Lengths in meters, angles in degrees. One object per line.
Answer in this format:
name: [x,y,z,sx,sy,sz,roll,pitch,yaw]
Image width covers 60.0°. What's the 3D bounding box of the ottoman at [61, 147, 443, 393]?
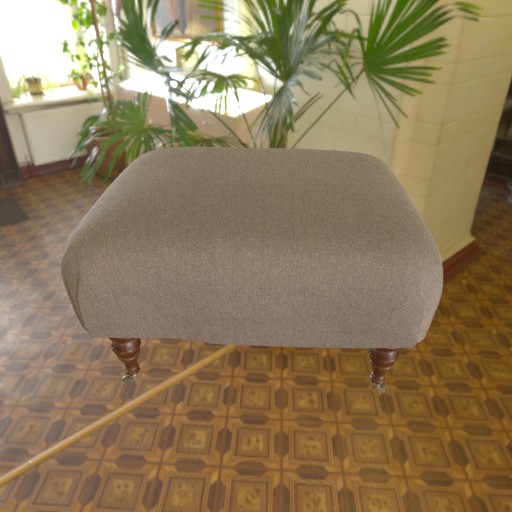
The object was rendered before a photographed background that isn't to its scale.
ottoman: [0.000,0.000,1.123,0.747,0.450,0.622,1,31,2]
